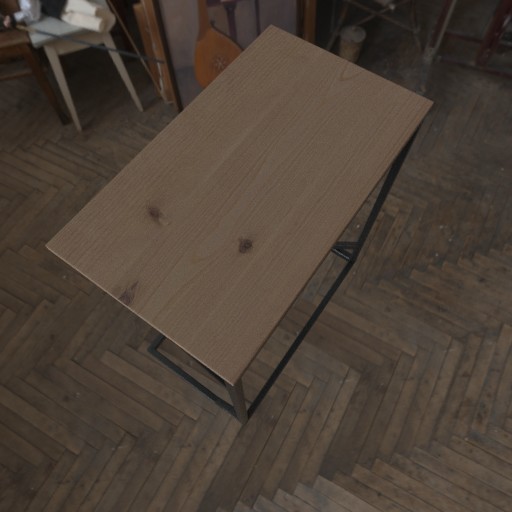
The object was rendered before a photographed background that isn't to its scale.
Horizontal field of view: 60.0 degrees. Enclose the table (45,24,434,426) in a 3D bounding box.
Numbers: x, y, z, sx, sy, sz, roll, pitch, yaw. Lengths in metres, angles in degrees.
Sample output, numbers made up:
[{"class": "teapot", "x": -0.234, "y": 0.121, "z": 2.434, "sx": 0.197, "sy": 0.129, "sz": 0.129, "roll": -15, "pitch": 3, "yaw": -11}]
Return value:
[{"class": "table", "x": 0.000, "y": 0.000, "z": 1.027, "sx": 0.351, "sy": 0.673, "sz": 0.597, "roll": 33, "pitch": 69, "yaw": 14}]
